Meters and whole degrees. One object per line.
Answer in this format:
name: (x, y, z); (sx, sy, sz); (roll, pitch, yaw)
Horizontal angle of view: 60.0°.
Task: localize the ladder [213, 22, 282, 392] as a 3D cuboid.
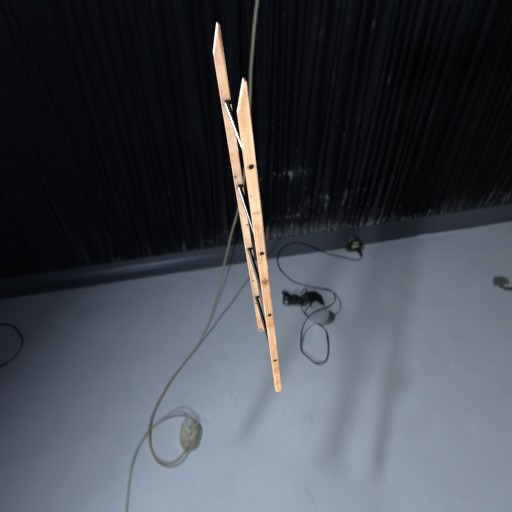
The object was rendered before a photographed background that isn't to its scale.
ladder: (0.000, 0.000, 1.964); (0.200, 1.805, 0.442); (-10, 47, -9)
